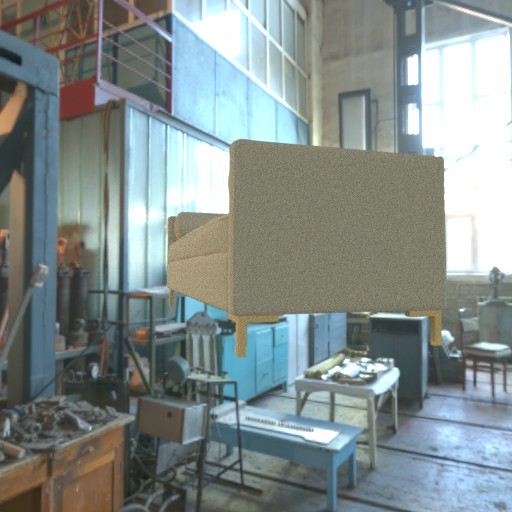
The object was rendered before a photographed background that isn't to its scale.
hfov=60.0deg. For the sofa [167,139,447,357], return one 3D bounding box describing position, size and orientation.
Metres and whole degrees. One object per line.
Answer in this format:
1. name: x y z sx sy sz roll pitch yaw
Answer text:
1. sofa: 0.000 0.000 2.295 0.746 0.641 1.985 1 -2 -17
